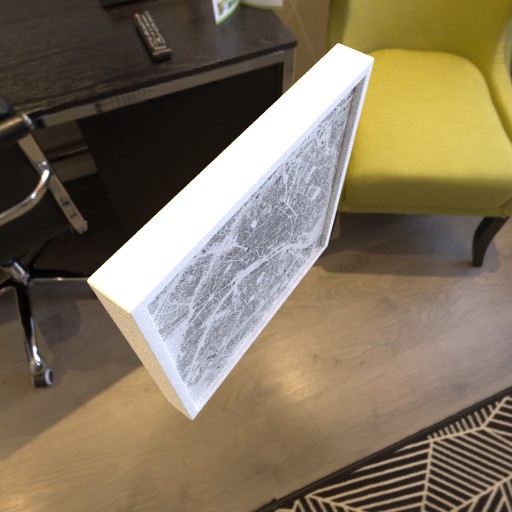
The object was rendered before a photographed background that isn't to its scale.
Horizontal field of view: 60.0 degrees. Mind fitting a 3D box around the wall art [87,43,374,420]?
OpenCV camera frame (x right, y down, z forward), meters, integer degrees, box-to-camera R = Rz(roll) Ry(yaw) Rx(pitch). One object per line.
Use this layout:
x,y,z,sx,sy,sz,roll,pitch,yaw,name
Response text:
0.000,0.000,0.462,0.038,0.305,0.305,32,63,18,wall art
